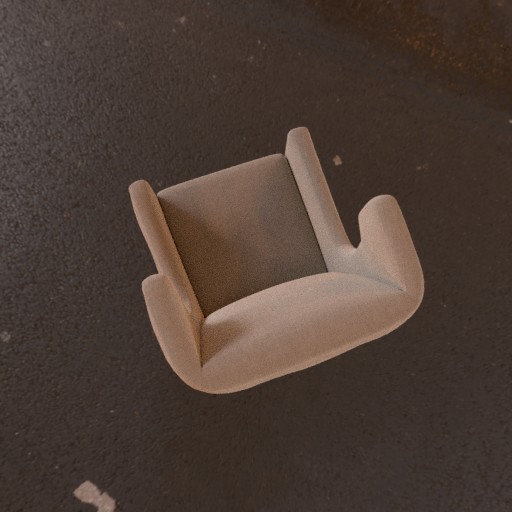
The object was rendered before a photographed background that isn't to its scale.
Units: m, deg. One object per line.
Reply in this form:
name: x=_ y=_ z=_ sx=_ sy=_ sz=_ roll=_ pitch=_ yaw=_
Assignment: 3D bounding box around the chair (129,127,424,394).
chair: x=0.000 y=0.000 z=1.691 sx=0.778 sy=1.079 sz=0.899 roll=-20 pitch=75 yaw=-6
